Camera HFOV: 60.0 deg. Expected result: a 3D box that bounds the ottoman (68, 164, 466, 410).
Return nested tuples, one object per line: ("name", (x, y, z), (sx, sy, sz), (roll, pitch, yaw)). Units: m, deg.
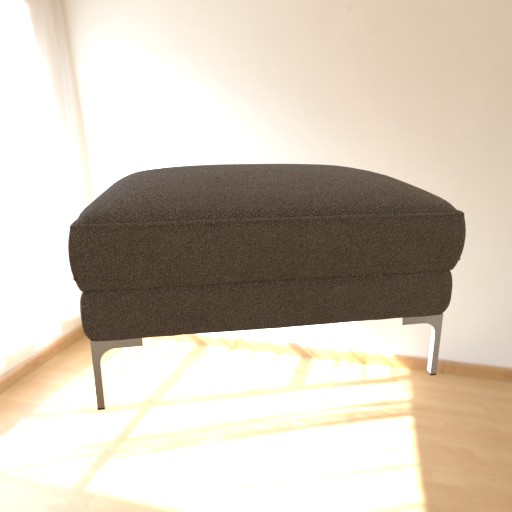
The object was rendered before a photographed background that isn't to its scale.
("ottoman", (0.000, 0.000, 1.152), (0.785, 0.464, 0.583), (-3, 15, -10))
